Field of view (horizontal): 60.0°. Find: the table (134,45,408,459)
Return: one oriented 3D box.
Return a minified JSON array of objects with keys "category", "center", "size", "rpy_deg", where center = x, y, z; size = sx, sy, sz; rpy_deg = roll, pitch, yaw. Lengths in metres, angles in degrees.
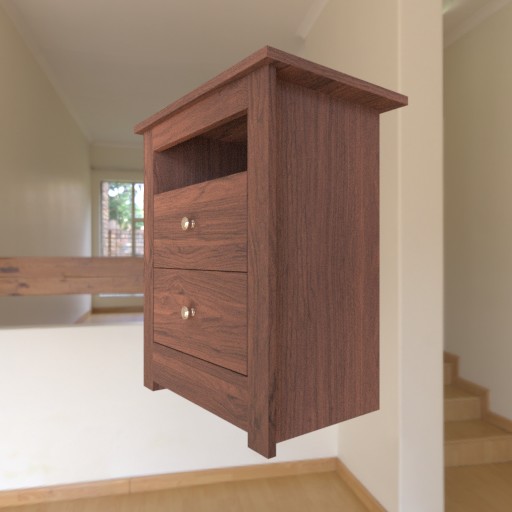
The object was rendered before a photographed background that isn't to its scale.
[{"category":"table","center":[0.000,0.000,1.102],"size":[0.406,0.711,0.589],"rpy_deg":[0,0,-37]}]
